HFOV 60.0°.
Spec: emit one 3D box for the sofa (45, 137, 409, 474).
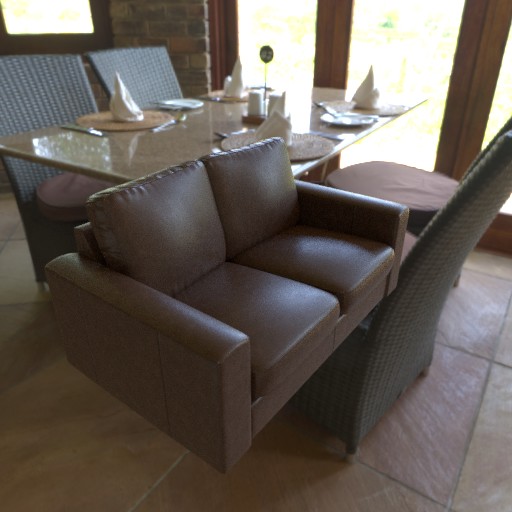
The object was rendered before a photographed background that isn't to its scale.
[{"bbox_3d":[0.000,0.000,2.202,1.016,0.873,1.616,20,34,32],"label":"sofa"}]
